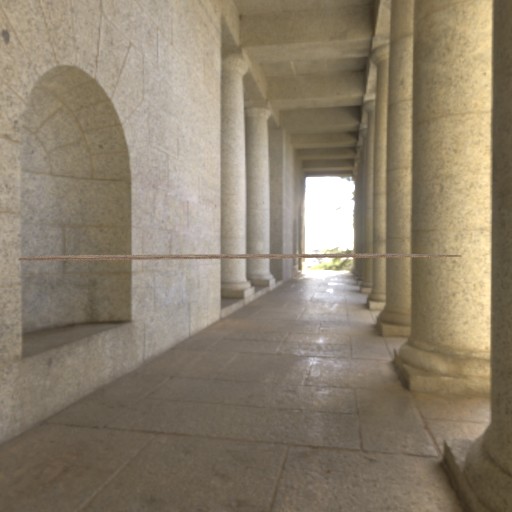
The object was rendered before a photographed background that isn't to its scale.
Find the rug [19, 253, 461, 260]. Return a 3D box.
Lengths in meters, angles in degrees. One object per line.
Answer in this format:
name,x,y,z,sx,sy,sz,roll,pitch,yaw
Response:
rug,0.000,0.000,2.663,2.437,0.013,0.685,0,1,-18
